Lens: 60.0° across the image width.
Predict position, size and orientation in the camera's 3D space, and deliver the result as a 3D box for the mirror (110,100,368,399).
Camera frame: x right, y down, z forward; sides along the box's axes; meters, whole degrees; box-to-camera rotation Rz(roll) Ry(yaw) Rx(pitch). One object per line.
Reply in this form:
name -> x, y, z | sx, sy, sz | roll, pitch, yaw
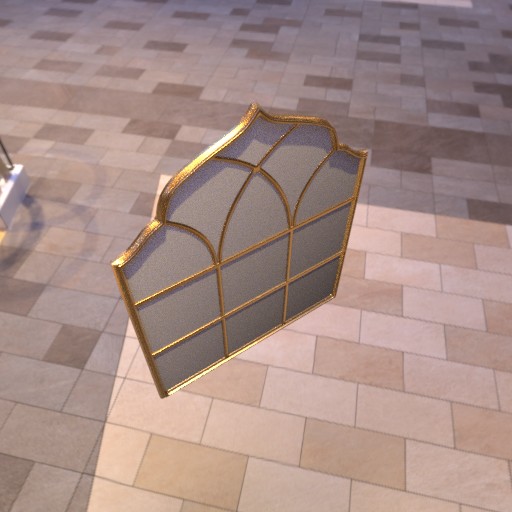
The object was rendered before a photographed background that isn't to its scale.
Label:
mirror -> 0.000, 0.000, 0.848 | 0.513, 0.635, 0.018 | -27, 53, -22
